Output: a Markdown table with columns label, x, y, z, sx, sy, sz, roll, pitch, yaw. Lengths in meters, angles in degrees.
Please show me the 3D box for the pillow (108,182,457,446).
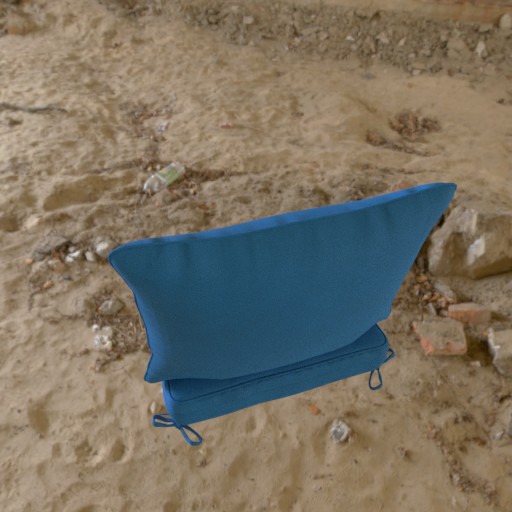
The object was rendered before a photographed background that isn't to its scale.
| label | x | y | z | sx | sy | sz | roll | pitch | yaw |
| --- | --- | --- | --- | --- | --- | --- | --- | --- | --- |
| pillow | 0.000 | 0.000 | 1.337 | 0.798 | 0.725 | 0.733 | -12 | 44 | -13 |
